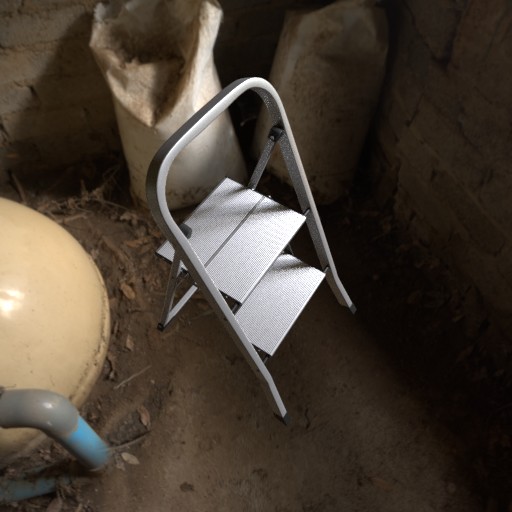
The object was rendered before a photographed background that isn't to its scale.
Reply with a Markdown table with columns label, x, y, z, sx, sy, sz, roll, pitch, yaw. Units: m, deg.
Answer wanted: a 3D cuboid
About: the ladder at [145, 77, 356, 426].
| label | x | y | z | sx | sy | sz | roll | pitch | yaw |
| --- | --- | --- | --- | --- | --- | --- | --- | --- | --- |
| ladder | 0.000 | 0.000 | 1.164 | 0.530 | 0.830 | 0.465 | 29 | 62 | 17 |
